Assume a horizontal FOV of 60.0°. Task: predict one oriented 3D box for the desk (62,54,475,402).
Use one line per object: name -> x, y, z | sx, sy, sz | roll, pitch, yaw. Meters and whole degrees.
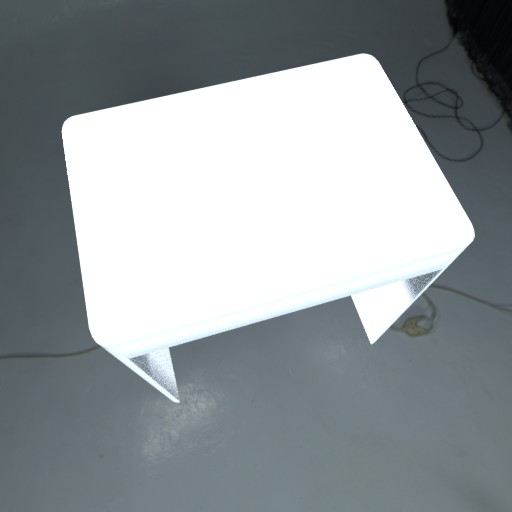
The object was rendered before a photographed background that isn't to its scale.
desk -> 0.000, 0.000, 1.298 | 0.762, 0.800, 0.549 | -15, 66, -7
